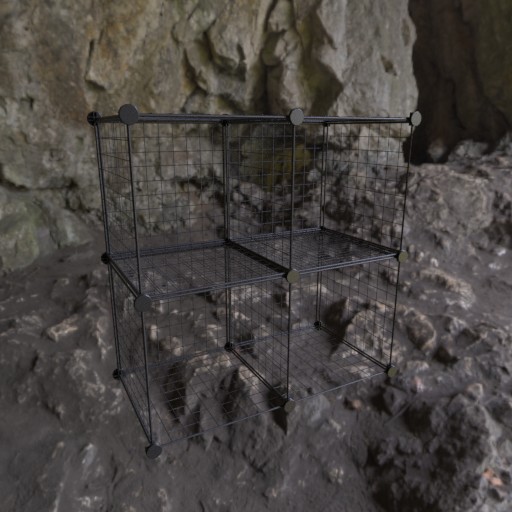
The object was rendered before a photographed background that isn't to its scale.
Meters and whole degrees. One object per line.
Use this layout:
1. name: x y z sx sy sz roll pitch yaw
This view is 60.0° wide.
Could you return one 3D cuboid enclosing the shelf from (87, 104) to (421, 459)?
1. shelf: 0.000 0.000 1.146 0.711 0.711 0.356 -8 18 -27
